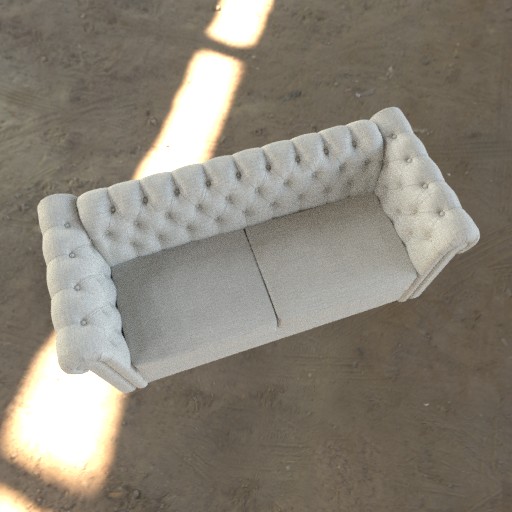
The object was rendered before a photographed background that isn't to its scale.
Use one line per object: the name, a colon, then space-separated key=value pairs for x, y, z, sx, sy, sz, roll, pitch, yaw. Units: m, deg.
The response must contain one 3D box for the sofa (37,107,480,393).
sofa: x=0.000 y=0.000 z=2.214 sx=1.798 sy=0.797 sz=0.783 roll=-17 pitch=64 yaw=-8
